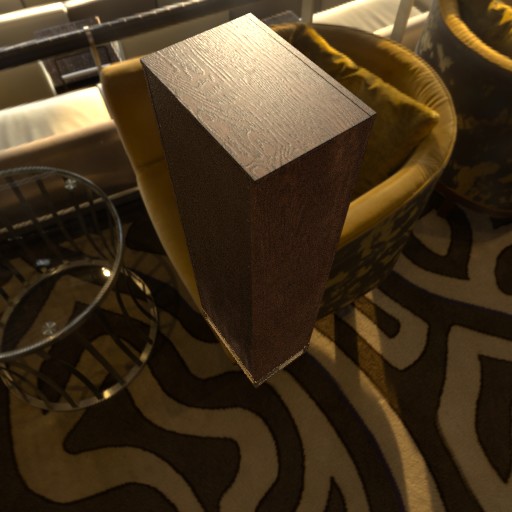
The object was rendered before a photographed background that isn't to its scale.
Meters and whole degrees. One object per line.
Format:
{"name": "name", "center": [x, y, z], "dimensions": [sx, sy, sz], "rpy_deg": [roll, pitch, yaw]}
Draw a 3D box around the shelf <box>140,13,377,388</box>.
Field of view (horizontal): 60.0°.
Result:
{"name": "shelf", "center": [0.000, 0.000, 1.890], "dimensions": [0.395, 1.732, 0.539], "rpy_deg": [-32, 64, -18]}
